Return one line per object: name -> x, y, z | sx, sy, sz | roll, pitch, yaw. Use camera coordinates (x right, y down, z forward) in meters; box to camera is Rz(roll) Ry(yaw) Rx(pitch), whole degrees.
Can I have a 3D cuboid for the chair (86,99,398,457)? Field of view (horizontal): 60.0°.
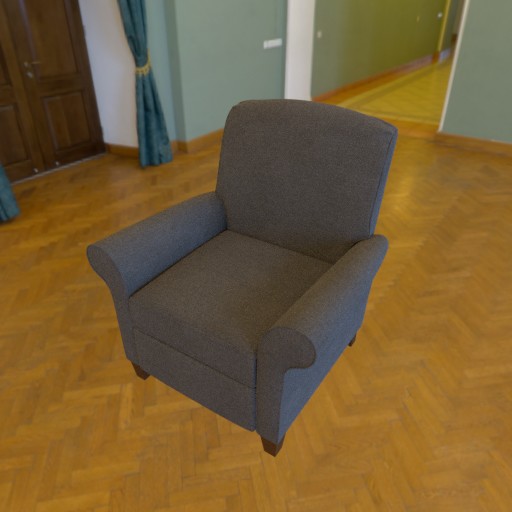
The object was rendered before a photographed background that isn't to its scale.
chair -> 0.000, 0.000, 1.794 | 0.978, 1.061, 0.905 | 19, 36, 28
